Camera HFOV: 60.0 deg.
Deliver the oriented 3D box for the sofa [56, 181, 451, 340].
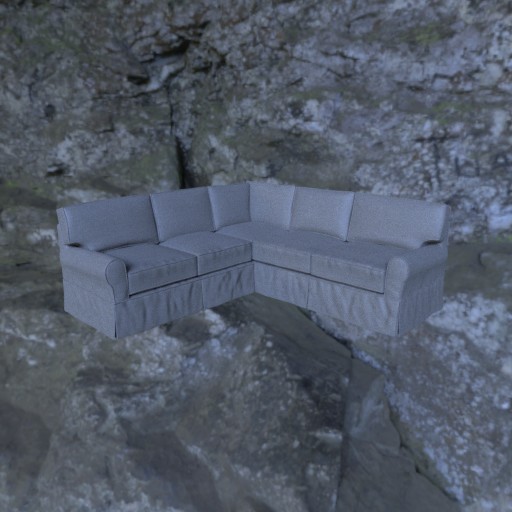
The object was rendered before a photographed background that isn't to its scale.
[{"bbox_3d":[0.000,0.000,4.120,2.623,1.081,2.618,14,21,41],"label":"sofa"}]
